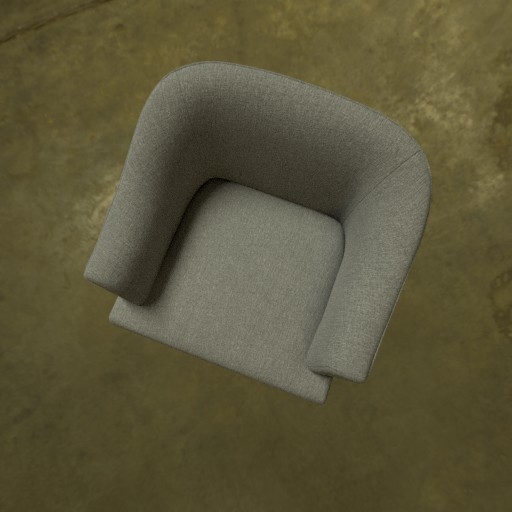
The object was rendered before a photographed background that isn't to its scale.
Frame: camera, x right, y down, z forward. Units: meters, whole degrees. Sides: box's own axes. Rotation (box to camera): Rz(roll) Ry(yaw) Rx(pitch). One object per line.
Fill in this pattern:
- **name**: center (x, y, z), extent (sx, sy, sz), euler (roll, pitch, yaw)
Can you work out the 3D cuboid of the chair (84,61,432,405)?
- **chair**: center (0.000, 0.000, 1.377), extent (0.798, 0.815, 0.704), euler (20, 76, 5)
